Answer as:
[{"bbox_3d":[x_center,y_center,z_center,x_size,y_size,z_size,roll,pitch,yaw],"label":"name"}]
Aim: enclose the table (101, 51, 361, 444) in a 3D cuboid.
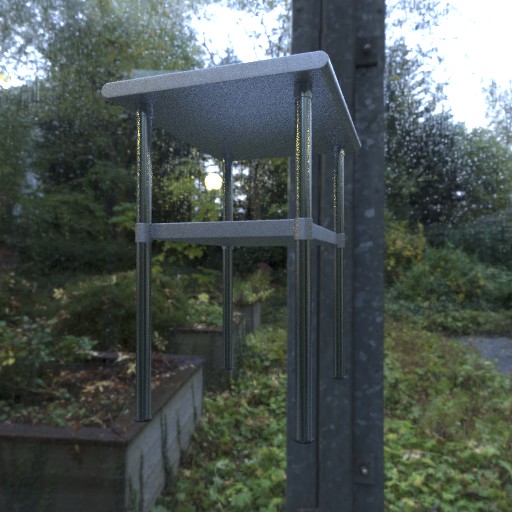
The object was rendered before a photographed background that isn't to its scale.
[{"bbox_3d":[0.000,0.000,1.401,0.584,0.876,0.762,0,-1,18],"label":"table"}]
